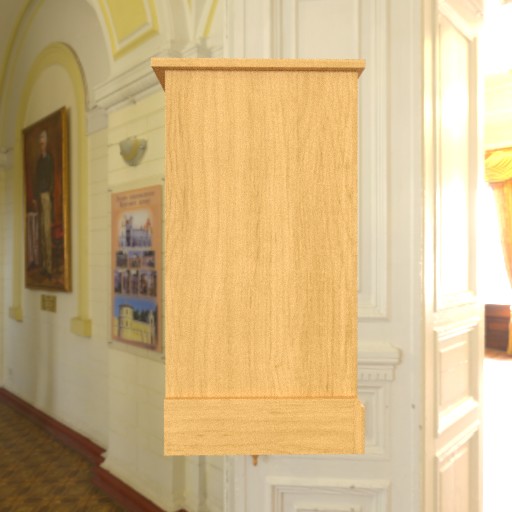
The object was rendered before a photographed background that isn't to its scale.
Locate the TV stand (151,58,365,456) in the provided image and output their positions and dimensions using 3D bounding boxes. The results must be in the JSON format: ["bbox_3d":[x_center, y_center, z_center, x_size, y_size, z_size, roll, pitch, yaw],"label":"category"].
[{"bbox_3d":[0.000,0.000,1.305,0.430,0.787,0.851,0,0,-1],"label":"TV stand"}]
